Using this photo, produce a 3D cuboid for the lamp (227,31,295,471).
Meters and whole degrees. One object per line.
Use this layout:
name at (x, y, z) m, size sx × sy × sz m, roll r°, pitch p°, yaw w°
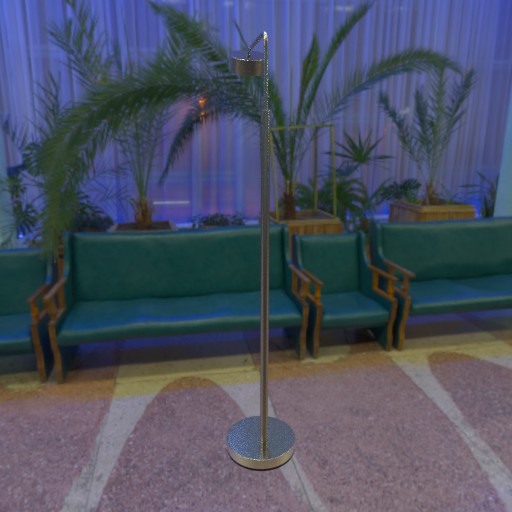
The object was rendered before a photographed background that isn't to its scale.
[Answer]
lamp at (0.000, 0.000, 1.390) m, size 0.222 × 1.250 × 0.421 m, roll -2°, pitch 16°, yaw -9°
